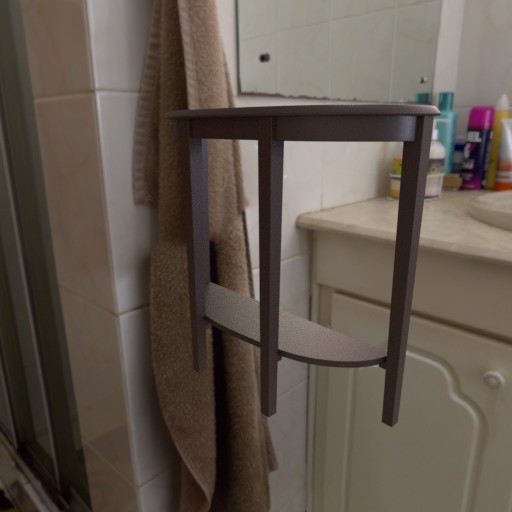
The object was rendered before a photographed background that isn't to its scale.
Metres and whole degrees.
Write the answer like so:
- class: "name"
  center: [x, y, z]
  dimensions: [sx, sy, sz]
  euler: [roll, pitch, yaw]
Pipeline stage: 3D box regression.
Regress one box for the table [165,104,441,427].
- class: "table"
  center: [0.000, 0.000, 1.323]
  dimensions: [0.274, 0.831, 0.909]
  euler: [-15, 22, -42]
